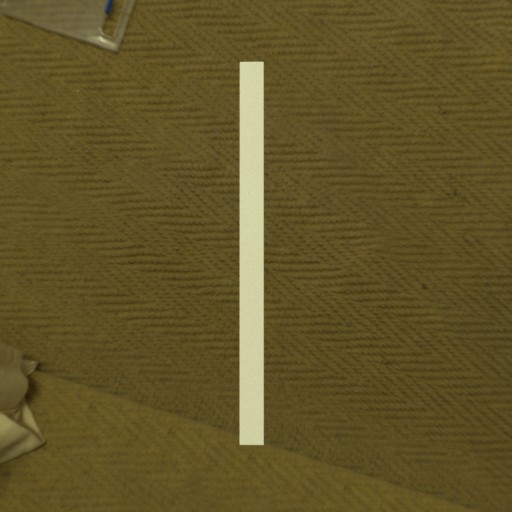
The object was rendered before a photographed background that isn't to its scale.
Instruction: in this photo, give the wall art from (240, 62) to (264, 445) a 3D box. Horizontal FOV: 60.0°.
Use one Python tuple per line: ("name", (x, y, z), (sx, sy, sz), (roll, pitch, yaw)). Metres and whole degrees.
("wall art", (0.000, 0.000, 1.164), (0.039, 0.915, 0.612), (0, 89, 1))
